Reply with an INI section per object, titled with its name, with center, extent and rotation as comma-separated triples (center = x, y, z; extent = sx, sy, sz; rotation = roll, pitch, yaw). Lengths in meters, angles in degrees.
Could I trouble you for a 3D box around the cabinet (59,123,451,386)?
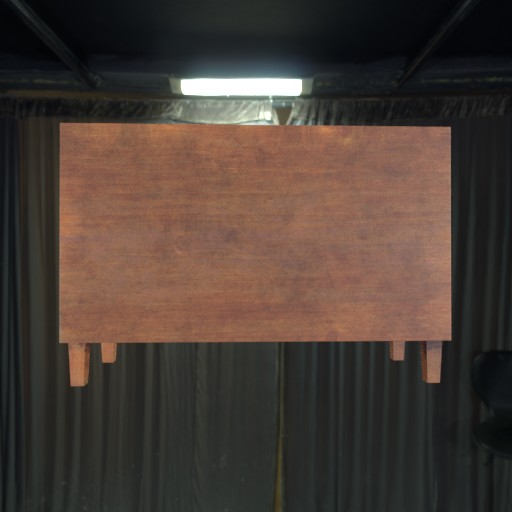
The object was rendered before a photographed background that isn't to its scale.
[cabinet]
center = 0.000, 0.000, 1.563
extent = 1.204, 0.805, 0.403
rotation = 0, 0, -2
